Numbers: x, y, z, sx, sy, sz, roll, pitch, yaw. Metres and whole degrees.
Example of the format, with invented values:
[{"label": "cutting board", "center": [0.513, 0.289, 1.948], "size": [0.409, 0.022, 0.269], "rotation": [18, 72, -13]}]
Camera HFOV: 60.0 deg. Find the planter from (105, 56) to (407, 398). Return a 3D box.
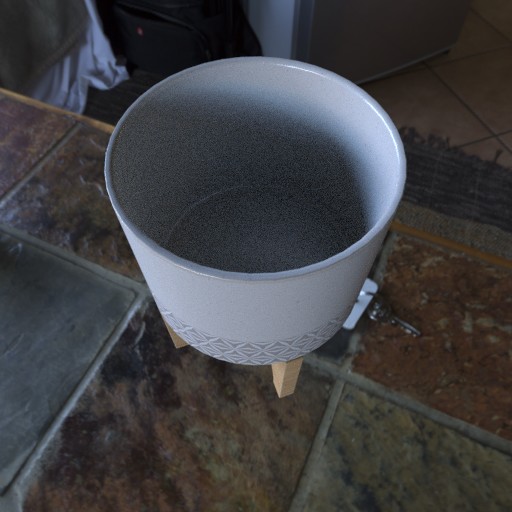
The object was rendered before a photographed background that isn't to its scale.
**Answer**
[{"label": "planter", "center": [0.000, 0.000, 0.515], "size": [0.249, 0.343, 0.249], "rotation": [0, 59, 0]}]
